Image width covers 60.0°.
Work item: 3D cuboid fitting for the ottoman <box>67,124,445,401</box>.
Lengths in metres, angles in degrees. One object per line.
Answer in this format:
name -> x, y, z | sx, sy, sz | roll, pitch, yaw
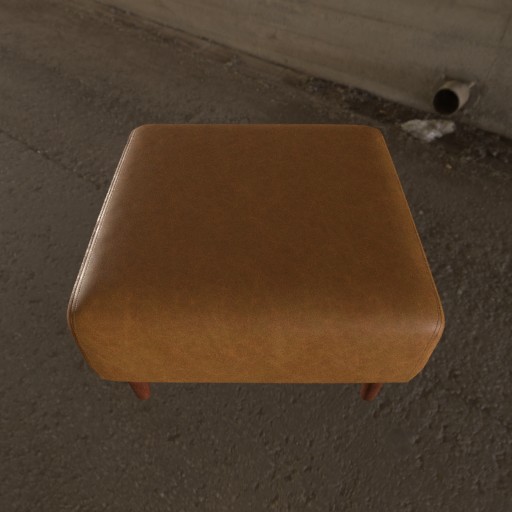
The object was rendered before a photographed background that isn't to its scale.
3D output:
ottoman -> 0.000, 0.000, 1.055 | 0.650, 0.399, 0.650 | 0, 47, 0
